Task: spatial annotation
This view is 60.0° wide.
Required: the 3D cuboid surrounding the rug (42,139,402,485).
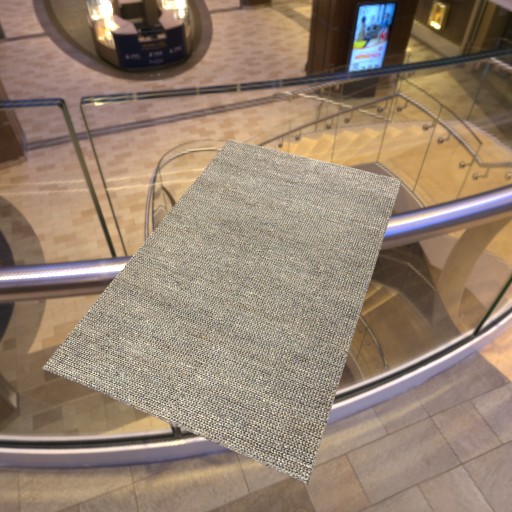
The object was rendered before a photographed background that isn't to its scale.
[{"bbox_3d":[0.000,0.000,2.991,1.538,0.021,2.443,17,50,15],"label":"rug"}]
